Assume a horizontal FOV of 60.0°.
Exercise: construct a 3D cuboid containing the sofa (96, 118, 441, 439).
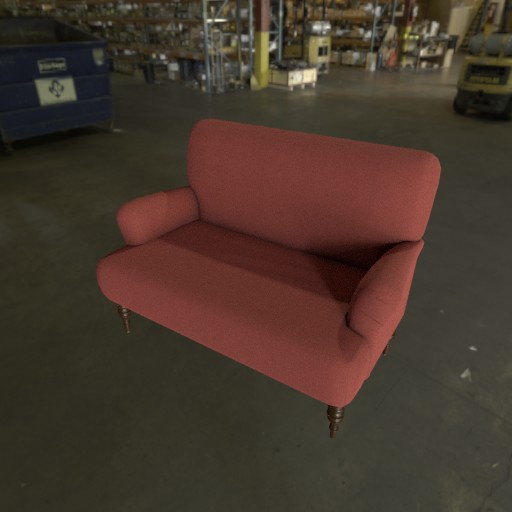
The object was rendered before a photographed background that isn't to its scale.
[{"bbox_3d":[0.000,0.000,1.873,1.297,0.889,0.779,18,34,29],"label":"sofa"}]
